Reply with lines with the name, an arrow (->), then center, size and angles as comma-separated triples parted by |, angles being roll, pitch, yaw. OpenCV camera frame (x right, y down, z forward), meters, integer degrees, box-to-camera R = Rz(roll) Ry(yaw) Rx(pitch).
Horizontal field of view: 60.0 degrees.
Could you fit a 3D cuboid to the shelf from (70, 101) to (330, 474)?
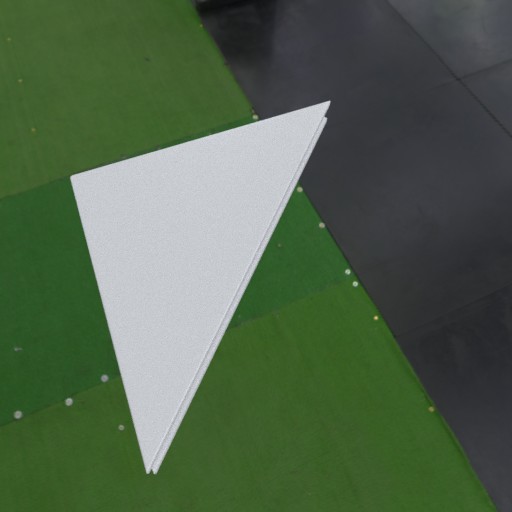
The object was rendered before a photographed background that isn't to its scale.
shelf -> 0.000, 0.000, 0.433 | 0.296, 0.035, 0.296 | -19, 65, -10
